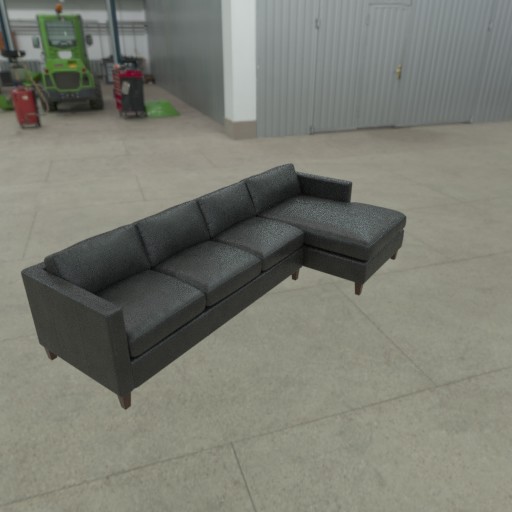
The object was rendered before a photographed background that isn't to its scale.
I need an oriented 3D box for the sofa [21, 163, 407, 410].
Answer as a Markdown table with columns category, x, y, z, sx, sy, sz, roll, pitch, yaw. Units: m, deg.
| category | x | y | z | sx | sy | sz | roll | pitch | yaw |
| --- | --- | --- | --- | --- | --- | --- | --- | --- | --- |
| sofa | 0.000 | 0.000 | 3.830 | 1.581 | 0.883 | 3.203 | 18 | 31 | 32 |
